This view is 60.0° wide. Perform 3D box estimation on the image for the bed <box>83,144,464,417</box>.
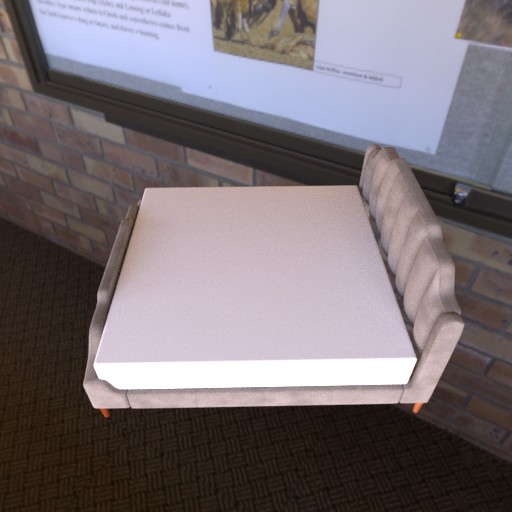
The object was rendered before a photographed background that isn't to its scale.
[{"bbox_3d":[0.000,0.000,3.507,2.340,1.245,2.074,-1,42,-1],"label":"bed"}]
